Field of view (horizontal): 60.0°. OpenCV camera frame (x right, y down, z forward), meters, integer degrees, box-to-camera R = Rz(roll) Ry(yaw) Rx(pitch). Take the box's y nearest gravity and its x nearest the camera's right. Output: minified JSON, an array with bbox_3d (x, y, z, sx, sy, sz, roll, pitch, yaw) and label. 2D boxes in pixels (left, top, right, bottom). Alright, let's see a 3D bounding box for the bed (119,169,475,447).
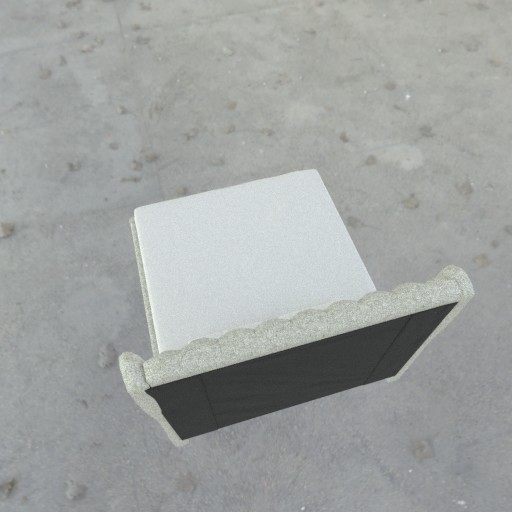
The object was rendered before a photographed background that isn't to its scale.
[{"bbox_3d":[0.000,0.000,3.875,2.219,1.771,2.347,-14,59,-9],"label":"bed"}]
